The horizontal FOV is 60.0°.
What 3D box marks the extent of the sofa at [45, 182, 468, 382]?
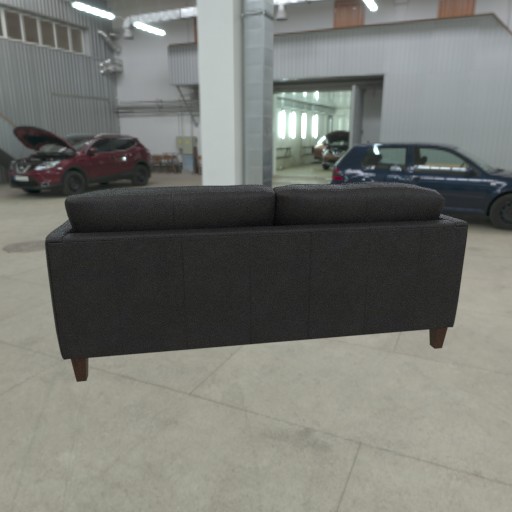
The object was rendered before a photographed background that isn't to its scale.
[{"bbox_3d":[0.000,0.000,2.489,1.971,0.863,0.933,-3,16,-10],"label":"sofa"}]
